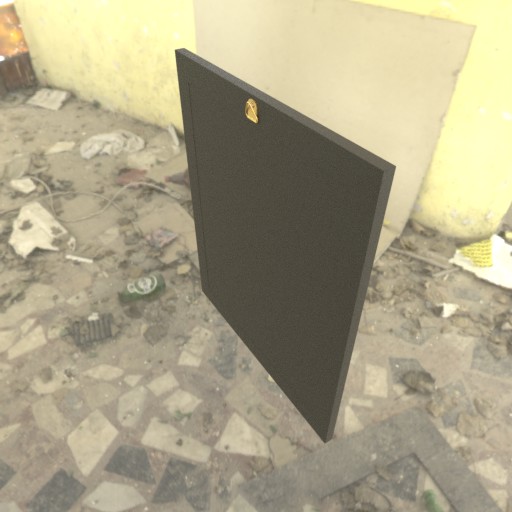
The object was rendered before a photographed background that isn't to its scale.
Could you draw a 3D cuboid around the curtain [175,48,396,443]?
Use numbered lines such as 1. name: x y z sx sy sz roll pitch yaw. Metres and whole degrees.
1. curtain: 0.000 0.000 0.797 0.027 0.585 0.483 -24 46 -25
